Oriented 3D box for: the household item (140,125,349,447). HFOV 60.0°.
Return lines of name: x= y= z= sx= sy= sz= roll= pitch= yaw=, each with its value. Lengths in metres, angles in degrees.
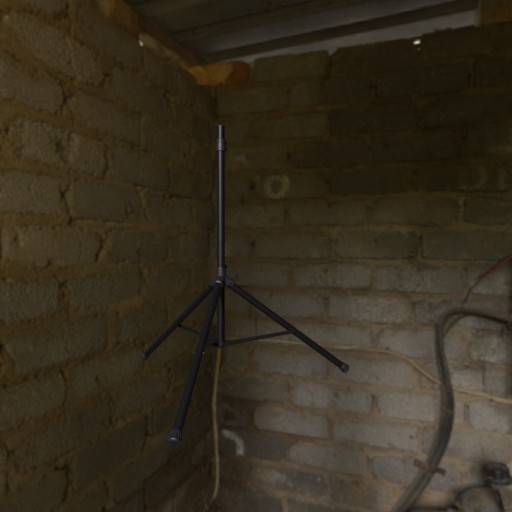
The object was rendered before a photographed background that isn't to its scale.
household item: x=0.000 y=0.000 z=2.786 sx=1.339 sy=1.595 sz=1.596 roll=0 pitch=1 yaw=-18
